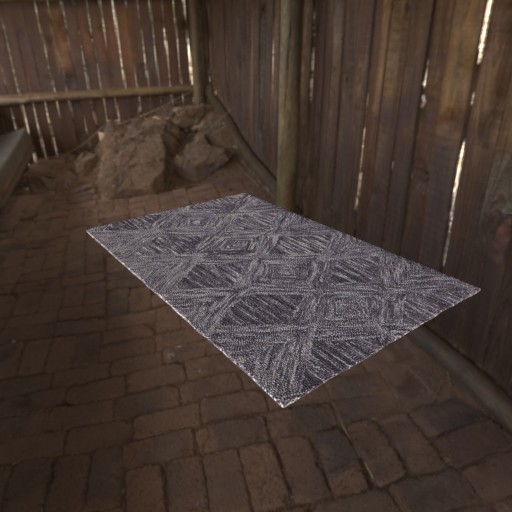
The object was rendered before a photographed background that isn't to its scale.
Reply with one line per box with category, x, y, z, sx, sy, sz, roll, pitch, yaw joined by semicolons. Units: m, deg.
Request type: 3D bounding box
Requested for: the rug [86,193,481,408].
rug;0.000;0.000;2.334;1.186;0.012;1.814;-19;31;-34
